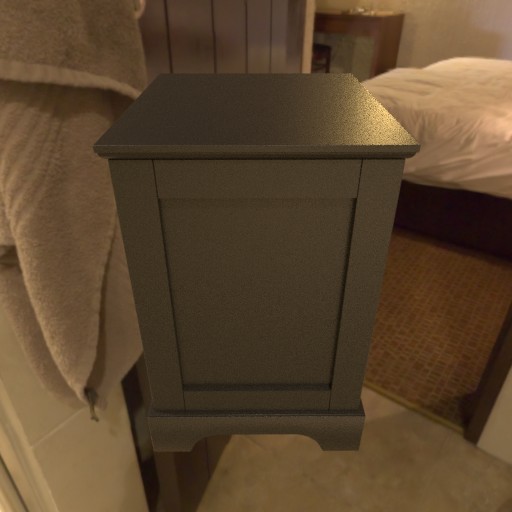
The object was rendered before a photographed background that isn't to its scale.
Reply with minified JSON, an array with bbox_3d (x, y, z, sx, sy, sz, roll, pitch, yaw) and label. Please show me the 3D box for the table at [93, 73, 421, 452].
[{"bbox_3d":[0.000,0.000,0.893,0.399,0.610,0.460,0,33,0],"label":"table"}]
